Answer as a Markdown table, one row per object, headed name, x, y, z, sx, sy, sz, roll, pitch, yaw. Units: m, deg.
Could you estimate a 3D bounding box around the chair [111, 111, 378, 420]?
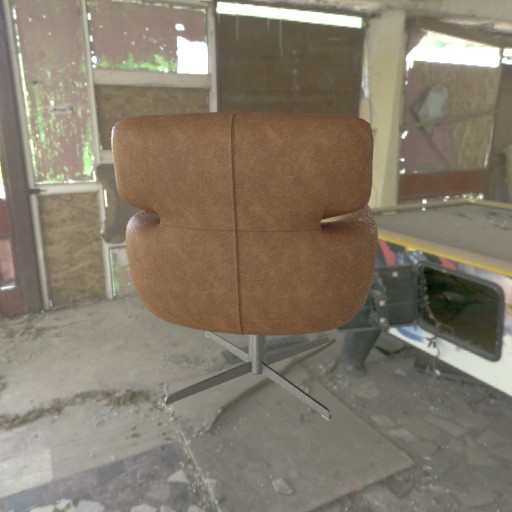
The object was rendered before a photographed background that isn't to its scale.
| name | x | y | z | sx | sy | sz | roll | pitch | yaw |
| --- | --- | --- | --- | --- | --- | --- | --- | --- | --- |
| chair | 0.000 | 0.000 | 1.352 | 0.706 | 0.812 | 0.715 | 2 | 16 | 8 |
